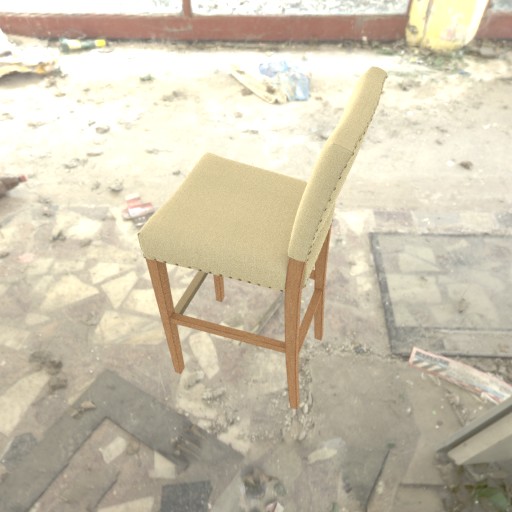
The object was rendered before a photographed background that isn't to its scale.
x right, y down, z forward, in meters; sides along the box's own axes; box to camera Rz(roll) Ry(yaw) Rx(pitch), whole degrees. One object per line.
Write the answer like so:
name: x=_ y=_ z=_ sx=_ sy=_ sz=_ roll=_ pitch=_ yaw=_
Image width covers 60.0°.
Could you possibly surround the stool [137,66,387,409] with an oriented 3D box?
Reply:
stool: x=0.000 y=0.000 z=1.414 sx=0.546 sy=1.143 sz=0.428 roll=16 pitch=49 yaw=15
